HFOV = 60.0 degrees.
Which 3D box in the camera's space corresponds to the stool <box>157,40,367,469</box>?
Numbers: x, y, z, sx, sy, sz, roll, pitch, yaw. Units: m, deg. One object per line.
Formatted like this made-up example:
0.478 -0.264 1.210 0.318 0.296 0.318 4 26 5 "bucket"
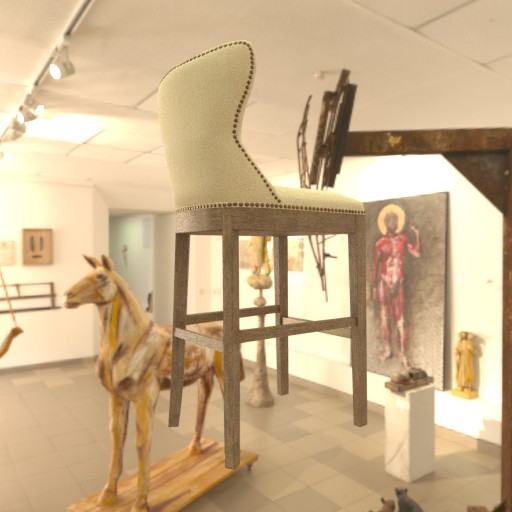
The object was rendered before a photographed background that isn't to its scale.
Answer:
0.000 0.000 1.446 0.606 1.123 0.494 0 1 -37 "stool"
